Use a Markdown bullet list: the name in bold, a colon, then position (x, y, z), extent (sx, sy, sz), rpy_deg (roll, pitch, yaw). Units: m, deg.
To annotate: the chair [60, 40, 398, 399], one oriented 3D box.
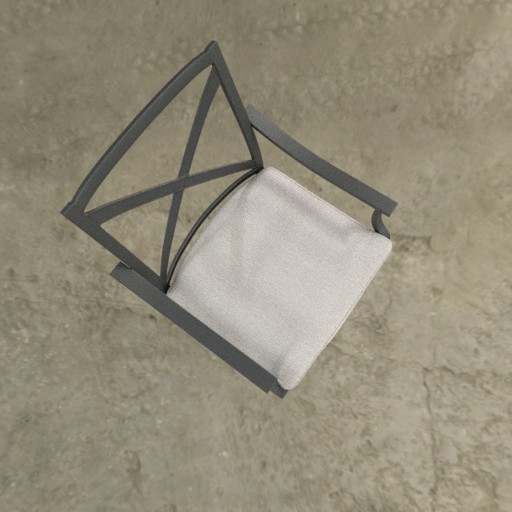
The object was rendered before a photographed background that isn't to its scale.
- **chair**: position (0.000, 0.000, 1.290), extent (0.620, 0.889, 0.575), rpy_deg (35, 78, 8)
